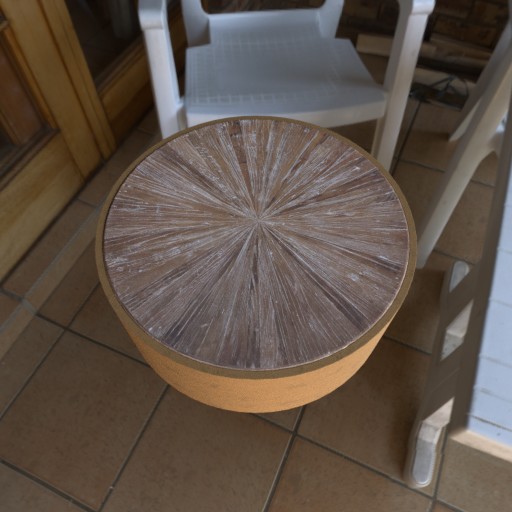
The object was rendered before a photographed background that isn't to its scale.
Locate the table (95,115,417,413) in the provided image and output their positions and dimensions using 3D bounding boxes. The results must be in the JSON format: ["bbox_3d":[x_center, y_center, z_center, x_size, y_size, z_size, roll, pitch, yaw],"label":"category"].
[{"bbox_3d":[0.000,0.000,1.569,1.001,0.409,1.001,0,58,0],"label":"table"}]
